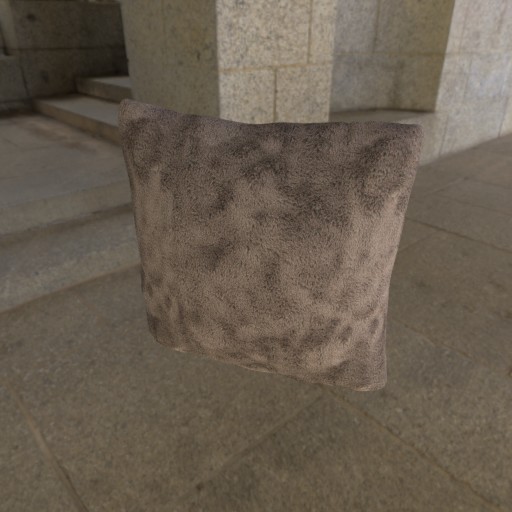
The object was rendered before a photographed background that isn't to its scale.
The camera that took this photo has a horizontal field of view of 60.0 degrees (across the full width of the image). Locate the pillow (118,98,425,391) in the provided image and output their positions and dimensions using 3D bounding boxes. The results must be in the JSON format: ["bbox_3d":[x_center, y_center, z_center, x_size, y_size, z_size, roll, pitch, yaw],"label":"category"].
[{"bbox_3d":[0.000,0.000,0.808,0.522,0.520,0.204,9,29,16],"label":"pillow"}]
